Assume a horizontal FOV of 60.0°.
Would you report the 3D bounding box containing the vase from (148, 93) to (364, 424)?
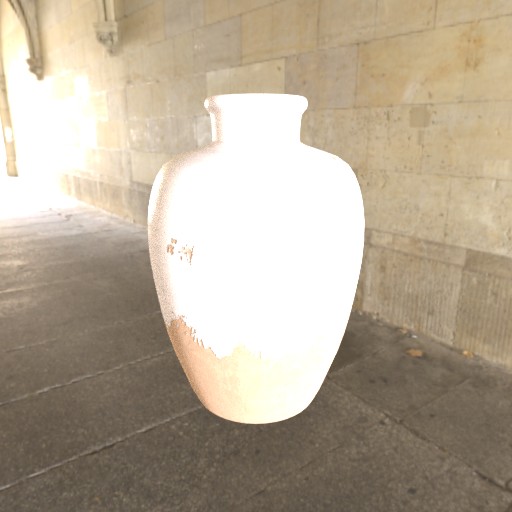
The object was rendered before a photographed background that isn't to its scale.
[{"bbox_3d":[0.000,0.000,0.338,0.158,0.228,0.158,0,15,0],"label":"vase"}]
